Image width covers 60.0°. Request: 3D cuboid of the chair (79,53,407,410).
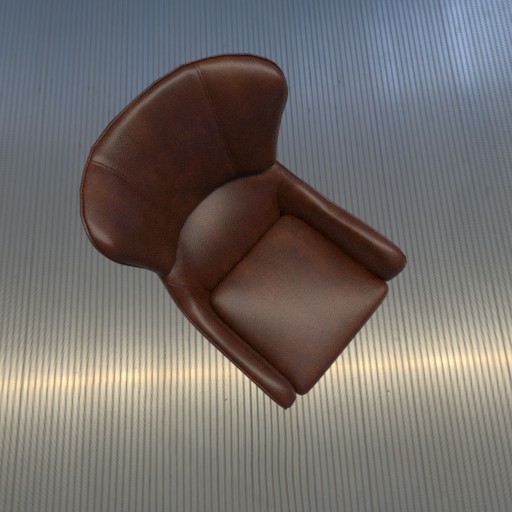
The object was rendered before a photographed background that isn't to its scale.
[{"bbox_3d":[0.000,0.000,1.597,0.914,1.048,0.692,40,79,10],"label":"chair"}]
